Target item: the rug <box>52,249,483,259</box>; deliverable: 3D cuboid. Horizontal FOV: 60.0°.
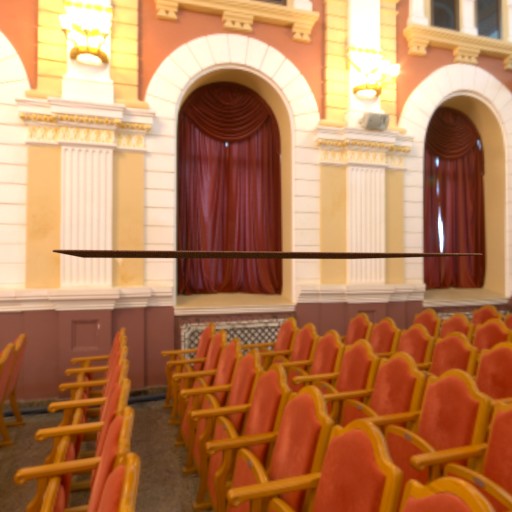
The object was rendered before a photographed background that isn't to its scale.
[{"bbox_3d":[0.000,0.000,2.958,2.286,0.011,1.524,0,-1,-17],"label":"rug"}]
